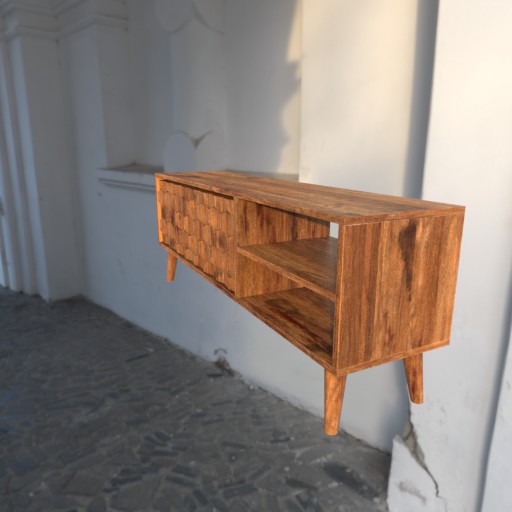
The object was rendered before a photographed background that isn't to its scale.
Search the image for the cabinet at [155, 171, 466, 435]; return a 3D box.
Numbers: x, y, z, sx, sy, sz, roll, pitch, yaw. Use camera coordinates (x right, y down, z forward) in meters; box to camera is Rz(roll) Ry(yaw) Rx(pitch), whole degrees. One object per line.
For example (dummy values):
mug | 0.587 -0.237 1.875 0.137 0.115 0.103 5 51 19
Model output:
cabinet | 0.000 0.000 1.638 0.349 0.528 1.448 -7 16 -26
